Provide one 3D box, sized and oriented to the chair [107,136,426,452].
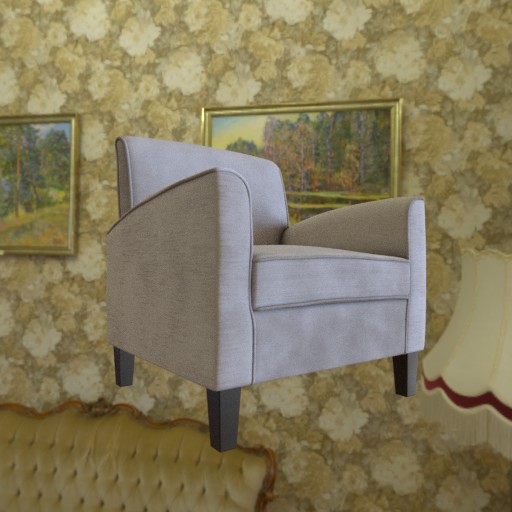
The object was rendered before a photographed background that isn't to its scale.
[{"bbox_3d":[0.000,0.000,1.538,0.820,0.915,0.821,1,-1,-36],"label":"chair"}]
